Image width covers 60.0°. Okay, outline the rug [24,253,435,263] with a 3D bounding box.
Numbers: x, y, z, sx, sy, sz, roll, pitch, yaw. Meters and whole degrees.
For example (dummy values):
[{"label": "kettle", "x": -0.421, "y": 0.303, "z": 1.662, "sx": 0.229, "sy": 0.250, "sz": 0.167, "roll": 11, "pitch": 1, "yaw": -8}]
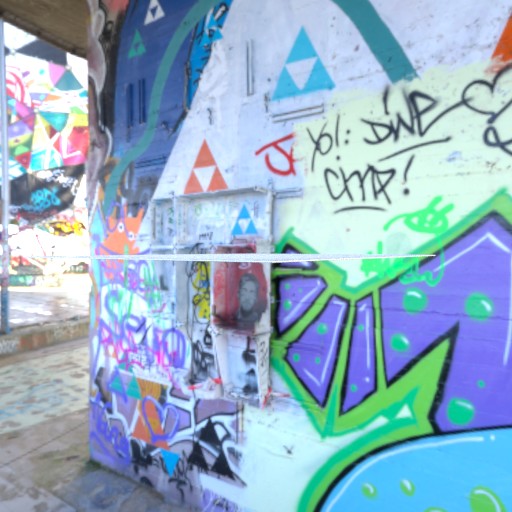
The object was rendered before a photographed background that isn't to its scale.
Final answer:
[{"label": "rug", "x": 0.000, "y": 0.000, "z": 4.001, "sx": 2.363, "sy": 0.012, "sz": 2.980, "roll": 1, "pitch": 1, "yaw": 36}]
